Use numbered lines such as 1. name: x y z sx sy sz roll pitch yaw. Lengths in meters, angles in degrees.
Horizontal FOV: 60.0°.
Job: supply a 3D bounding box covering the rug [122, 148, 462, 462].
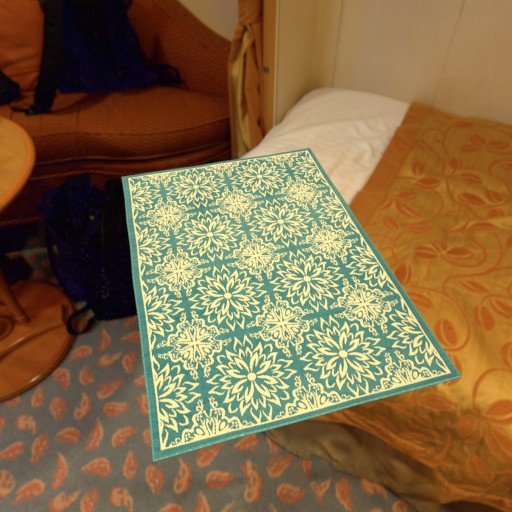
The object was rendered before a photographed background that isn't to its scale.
1. rug: 0.000 0.000 2.839 1.554 0.012 2.205 -11 47 -11
